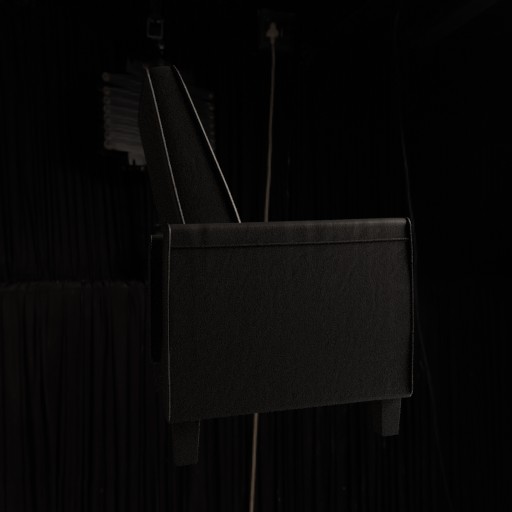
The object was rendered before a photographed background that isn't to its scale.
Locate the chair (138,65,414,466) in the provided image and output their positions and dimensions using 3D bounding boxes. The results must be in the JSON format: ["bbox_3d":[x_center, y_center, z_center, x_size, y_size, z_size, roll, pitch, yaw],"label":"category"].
[{"bbox_3d":[0.000,0.000,1.470,0.746,1.013,0.705,0,0,-17],"label":"chair"}]
